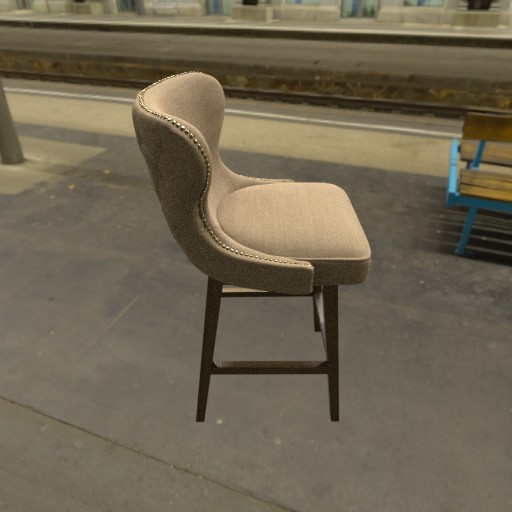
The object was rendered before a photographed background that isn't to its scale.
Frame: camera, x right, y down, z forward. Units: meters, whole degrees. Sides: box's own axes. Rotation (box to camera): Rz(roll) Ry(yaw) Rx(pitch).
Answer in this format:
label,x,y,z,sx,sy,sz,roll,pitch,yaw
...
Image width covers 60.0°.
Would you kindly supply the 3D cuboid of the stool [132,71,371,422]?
label,x,y,z,sx,sy,sz,roll,pitch,yaw
stool,0.000,0.000,1.351,0.597,0.972,0.615,0,32,0
